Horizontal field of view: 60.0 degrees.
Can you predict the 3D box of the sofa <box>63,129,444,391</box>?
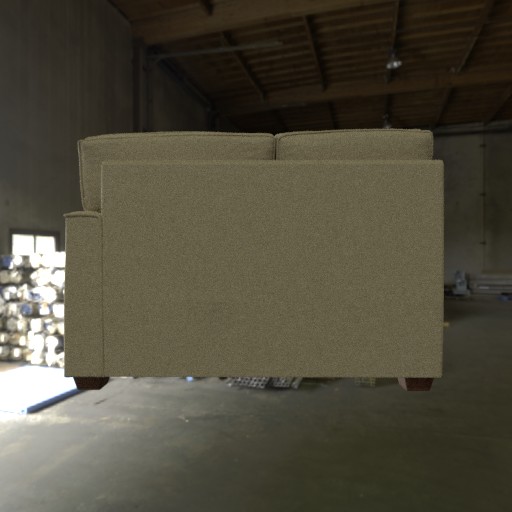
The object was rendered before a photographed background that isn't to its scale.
[{"bbox_3d":[0.000,0.000,2.054,1.388,0.989,0.991,0,0,1],"label":"sofa"}]
